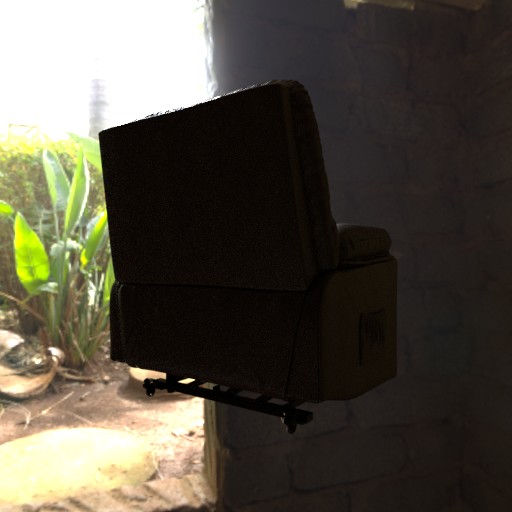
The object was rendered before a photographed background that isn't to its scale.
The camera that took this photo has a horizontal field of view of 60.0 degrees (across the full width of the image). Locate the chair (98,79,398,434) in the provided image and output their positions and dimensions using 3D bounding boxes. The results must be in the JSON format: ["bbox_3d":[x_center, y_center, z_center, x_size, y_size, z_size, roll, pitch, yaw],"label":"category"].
[{"bbox_3d":[0.000,0.000,1.723,0.940,1.041,0.879,0,-1,36],"label":"chair"}]
